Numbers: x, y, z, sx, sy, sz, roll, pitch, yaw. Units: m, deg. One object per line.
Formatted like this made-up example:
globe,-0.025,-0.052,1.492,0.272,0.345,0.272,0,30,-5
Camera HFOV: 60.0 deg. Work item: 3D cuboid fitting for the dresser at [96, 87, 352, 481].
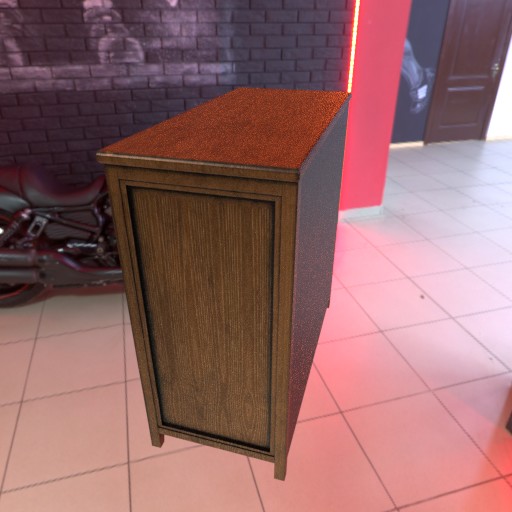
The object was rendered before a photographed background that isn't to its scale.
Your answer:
dresser,0.000,0.000,1.962,0.591,1.224,1.250,8,30,14
